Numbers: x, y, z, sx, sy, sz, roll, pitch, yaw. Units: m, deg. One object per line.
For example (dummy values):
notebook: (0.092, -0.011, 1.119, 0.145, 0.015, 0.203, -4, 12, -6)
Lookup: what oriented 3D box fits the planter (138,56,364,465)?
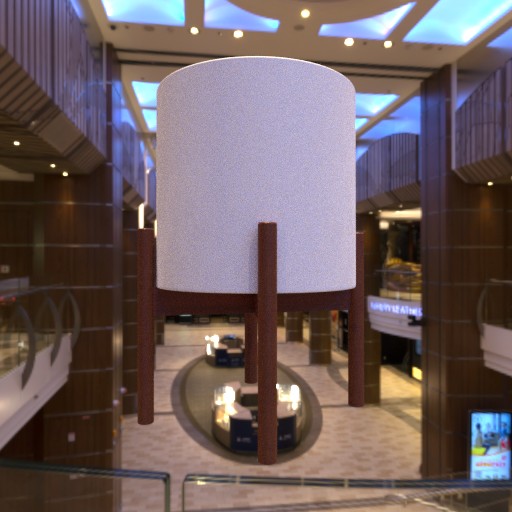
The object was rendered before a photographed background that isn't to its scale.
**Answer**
planter: (0.000, 0.000, 0.951, 0.417, 0.670, 0.417, 0, 0, 36)
